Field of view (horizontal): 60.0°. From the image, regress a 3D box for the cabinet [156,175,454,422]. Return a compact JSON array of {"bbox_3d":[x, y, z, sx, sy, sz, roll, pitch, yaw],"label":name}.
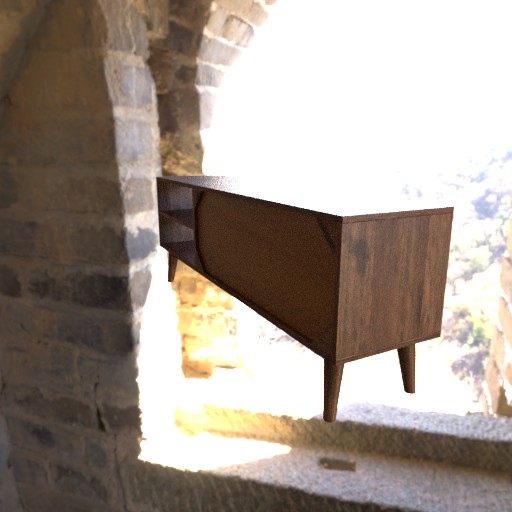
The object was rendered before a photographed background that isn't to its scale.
[{"bbox_3d":[0.000,0.000,1.704,0.349,0.528,1.448,-7,16,-27],"label":"cabinet"}]
